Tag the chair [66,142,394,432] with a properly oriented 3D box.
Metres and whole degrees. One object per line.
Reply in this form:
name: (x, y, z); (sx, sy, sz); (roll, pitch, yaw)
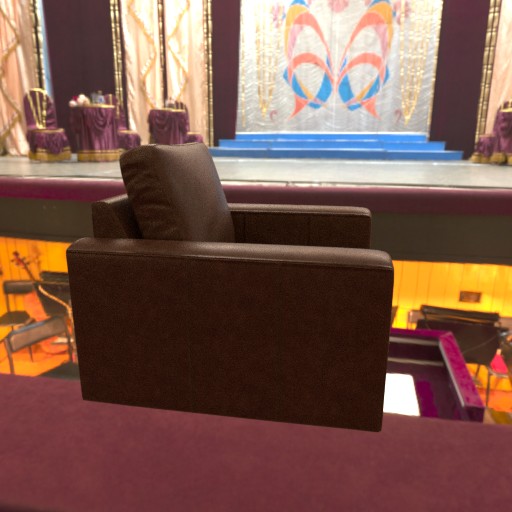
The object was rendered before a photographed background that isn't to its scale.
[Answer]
chair: (0.000, 0.000, 1.770); (1.016, 0.873, 1.005); (3, 15, 10)
